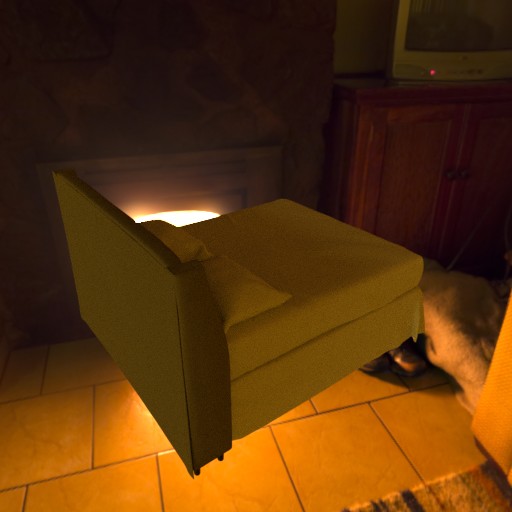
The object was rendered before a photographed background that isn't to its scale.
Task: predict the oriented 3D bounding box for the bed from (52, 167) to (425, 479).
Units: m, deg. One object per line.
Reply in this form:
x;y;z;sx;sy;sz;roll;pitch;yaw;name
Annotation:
0.000;0.000;3.388;2.276;1.332;1.925;-19;33;-32;bed
